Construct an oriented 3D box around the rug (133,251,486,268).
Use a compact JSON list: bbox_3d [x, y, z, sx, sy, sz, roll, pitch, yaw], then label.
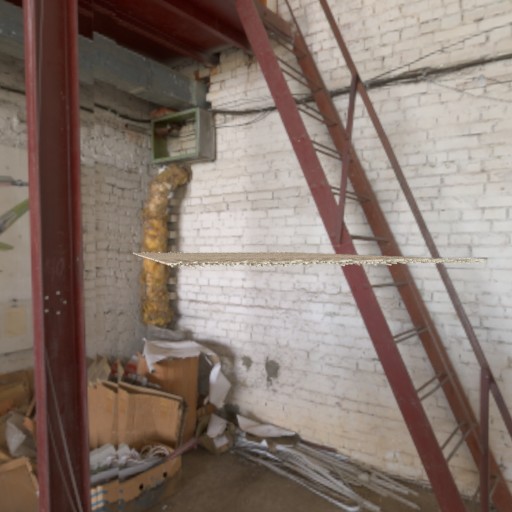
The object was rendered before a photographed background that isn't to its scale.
[{"bbox_3d":[0.000,0.000,2.476,1.224,0.028,2.023,0,1,-19],"label":"rug"}]
